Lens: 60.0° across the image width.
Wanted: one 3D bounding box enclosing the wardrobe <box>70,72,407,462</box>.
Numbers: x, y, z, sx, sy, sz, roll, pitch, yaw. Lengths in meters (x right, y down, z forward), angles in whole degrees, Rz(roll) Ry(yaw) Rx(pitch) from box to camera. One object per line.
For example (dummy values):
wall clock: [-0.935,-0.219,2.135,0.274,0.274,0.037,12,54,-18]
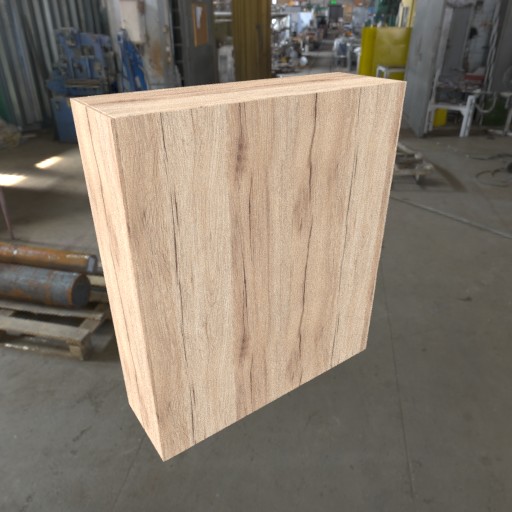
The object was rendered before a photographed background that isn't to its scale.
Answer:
wardrobe: [0.000,0.000,2.902,1.810,2.070,0.580,-19,34,-30]
